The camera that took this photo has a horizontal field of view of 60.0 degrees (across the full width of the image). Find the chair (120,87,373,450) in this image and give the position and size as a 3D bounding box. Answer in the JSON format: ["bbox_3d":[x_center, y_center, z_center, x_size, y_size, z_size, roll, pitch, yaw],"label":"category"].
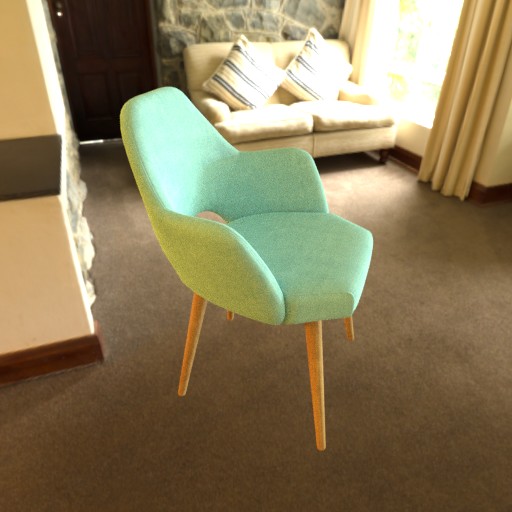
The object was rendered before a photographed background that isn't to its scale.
[{"bbox_3d":[0.000,0.000,1.240,0.610,0.840,0.590,11,33,17],"label":"chair"}]
